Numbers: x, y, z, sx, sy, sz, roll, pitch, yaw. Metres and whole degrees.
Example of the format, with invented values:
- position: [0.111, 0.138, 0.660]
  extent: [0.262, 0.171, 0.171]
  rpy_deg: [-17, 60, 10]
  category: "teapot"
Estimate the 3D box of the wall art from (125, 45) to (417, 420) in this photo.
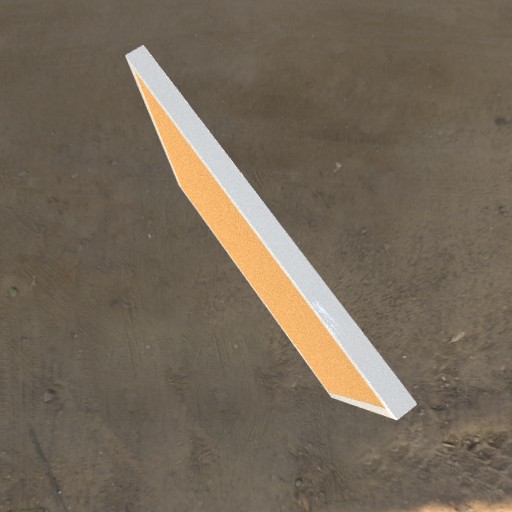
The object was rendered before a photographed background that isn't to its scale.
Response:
- position: [0.000, 0.000, 1.372]
  extent: [0.053, 0.787, 1.041]
  rpy_deg: [-35, 78, -8]
  category: "wall art"
